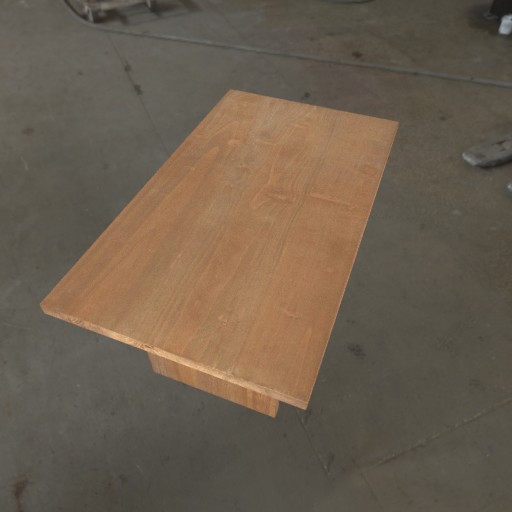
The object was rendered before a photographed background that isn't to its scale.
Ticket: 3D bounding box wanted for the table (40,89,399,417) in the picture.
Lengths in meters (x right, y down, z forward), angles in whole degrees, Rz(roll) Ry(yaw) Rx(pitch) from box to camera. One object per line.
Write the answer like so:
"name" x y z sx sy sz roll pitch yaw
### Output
"table" 0.000 0.000 2.177 0.946 0.780 1.609 16 50 14
